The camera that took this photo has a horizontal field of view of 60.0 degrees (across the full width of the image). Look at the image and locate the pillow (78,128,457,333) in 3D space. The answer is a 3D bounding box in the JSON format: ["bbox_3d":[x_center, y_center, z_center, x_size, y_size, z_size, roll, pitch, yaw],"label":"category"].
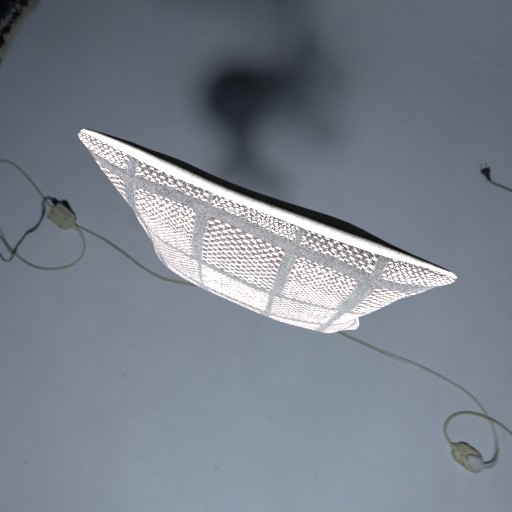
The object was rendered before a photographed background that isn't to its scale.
[{"bbox_3d":[0.000,0.000,0.674,0.435,0.432,0.138,22,77,6],"label":"pillow"}]
